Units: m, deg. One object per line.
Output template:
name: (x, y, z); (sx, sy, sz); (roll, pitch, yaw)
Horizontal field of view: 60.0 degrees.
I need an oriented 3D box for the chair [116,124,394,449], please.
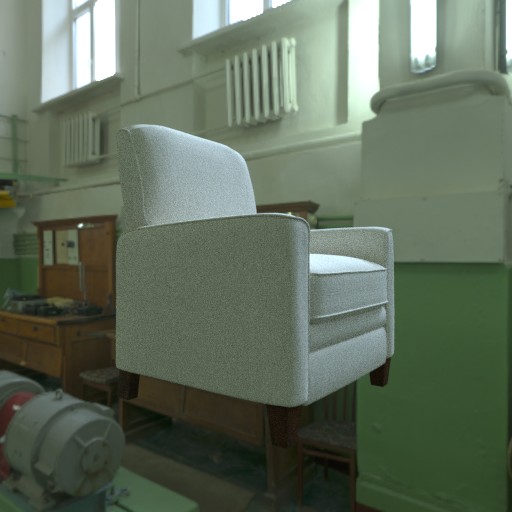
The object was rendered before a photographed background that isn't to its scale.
chair: (0.000, 0.000, 1.697); (0.858, 1.028, 0.841); (0, 0, 36)
